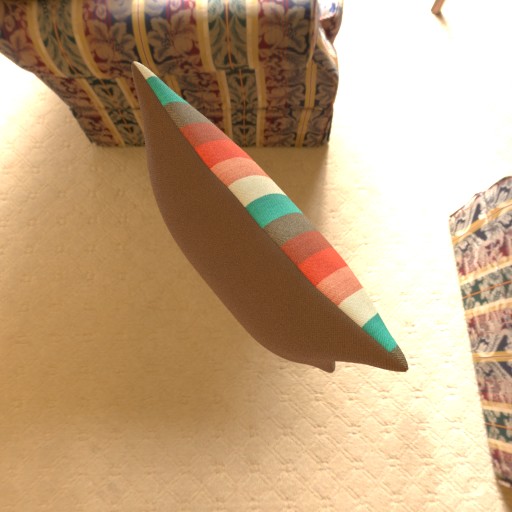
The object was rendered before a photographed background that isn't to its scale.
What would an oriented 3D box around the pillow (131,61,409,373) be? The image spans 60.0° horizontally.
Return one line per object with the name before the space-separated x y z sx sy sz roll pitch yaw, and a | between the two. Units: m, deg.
pillow | 0.000 0.000 0.683 0.168 0.443 0.453 -39 78 -9
